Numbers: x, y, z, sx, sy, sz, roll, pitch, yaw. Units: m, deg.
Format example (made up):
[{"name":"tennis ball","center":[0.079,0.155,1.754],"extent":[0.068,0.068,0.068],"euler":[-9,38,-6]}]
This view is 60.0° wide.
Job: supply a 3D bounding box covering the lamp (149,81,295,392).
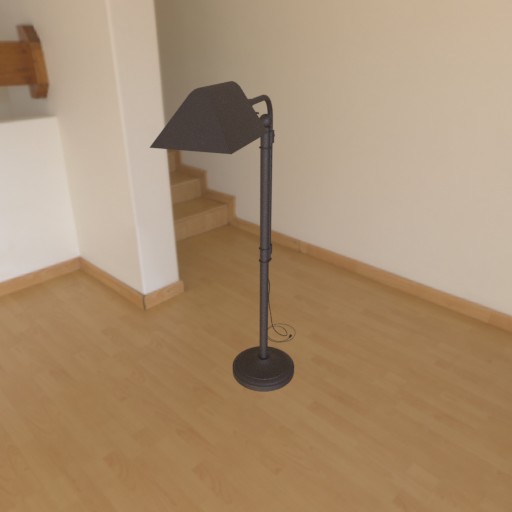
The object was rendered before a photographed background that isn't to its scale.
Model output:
[{"name":"lamp","center":[0.000,0.000,0.939],"extent":[0.159,0.708,0.545],"euler":[9,27,17]}]
